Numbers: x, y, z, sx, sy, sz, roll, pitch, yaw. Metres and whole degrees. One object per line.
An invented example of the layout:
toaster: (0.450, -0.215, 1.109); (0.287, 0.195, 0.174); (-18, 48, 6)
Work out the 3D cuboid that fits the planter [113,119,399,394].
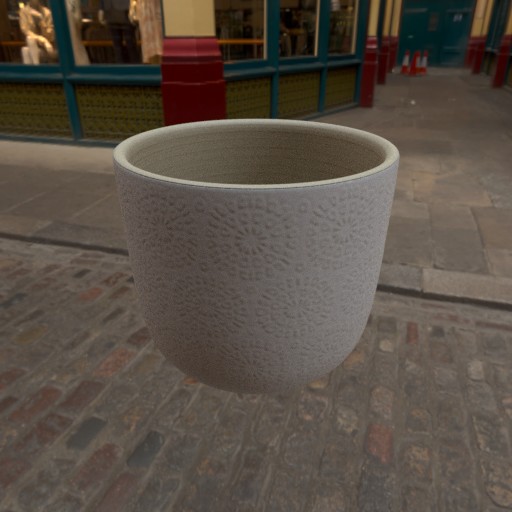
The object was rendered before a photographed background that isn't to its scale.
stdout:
planter: (0.000, 0.000, 0.376); (0.208, 0.190, 0.208); (0, 27, 0)
